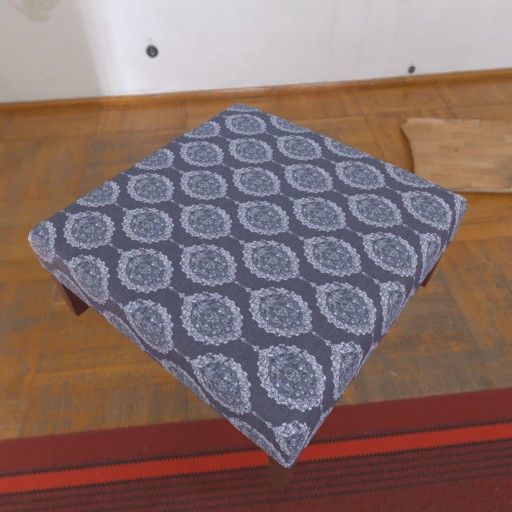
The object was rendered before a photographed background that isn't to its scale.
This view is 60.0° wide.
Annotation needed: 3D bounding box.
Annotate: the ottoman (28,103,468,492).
[{"bbox_3d":[0.000,0.000,1.353,0.890,0.409,0.889,31,55,25],"label":"ottoman"}]
